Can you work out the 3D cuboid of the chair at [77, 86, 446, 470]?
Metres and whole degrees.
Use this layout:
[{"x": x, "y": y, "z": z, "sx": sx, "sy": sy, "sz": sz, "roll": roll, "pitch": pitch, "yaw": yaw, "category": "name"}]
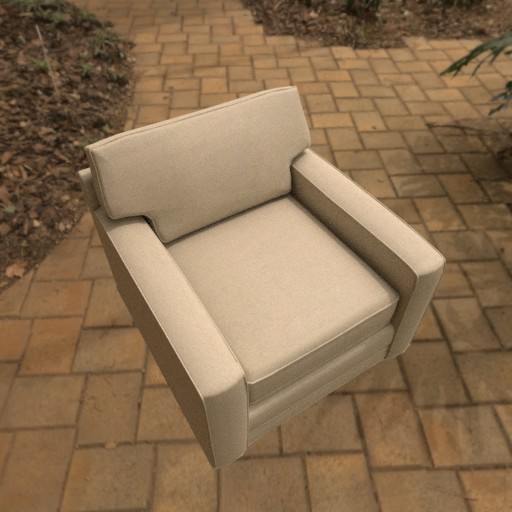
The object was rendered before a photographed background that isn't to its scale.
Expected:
[{"x": 0.000, "y": 0.000, "z": 1.793, "sx": 0.998, "sy": 0.913, "sz": 1.043, "roll": -25, "pitch": 51, "yaw": -22, "category": "chair"}]
